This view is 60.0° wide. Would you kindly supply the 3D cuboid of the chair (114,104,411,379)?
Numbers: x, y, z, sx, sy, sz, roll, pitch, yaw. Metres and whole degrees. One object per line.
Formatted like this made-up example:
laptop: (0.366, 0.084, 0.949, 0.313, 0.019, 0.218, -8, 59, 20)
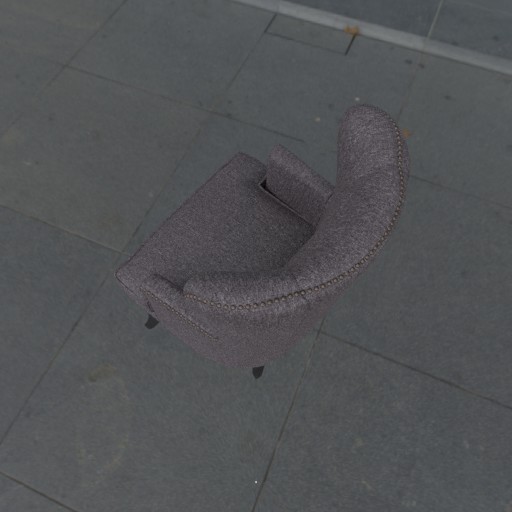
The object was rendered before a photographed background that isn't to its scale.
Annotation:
chair: (0.000, 0.000, 1.586, 0.758, 1.060, 0.759, 35, 68, 16)
